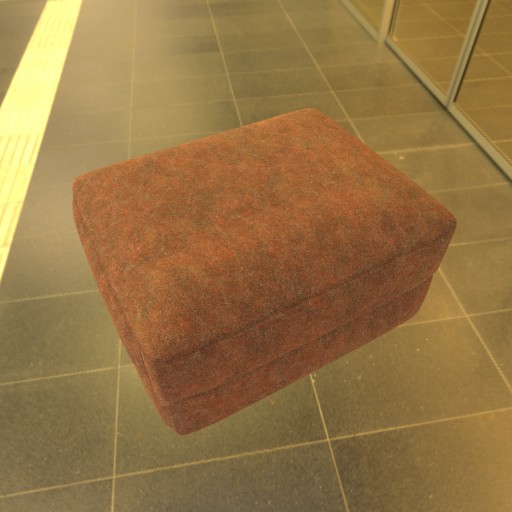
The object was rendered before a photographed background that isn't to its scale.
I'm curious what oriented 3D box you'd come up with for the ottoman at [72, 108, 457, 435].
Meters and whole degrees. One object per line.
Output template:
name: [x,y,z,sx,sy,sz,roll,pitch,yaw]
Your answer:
ottoman: [0.000,0.000,1.171,0.787,0.508,0.635,-22,51,-19]
